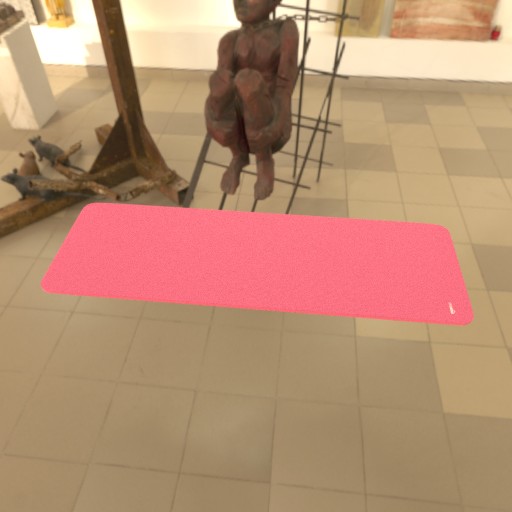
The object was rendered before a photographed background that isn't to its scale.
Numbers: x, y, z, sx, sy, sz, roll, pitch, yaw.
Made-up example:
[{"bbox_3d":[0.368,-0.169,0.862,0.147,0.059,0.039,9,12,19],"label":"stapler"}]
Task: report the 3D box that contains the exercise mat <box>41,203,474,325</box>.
[{"bbox_3d":[0.000,0.000,2.090,1.884,0.021,0.616,4,45,4],"label":"exercise mat"}]
